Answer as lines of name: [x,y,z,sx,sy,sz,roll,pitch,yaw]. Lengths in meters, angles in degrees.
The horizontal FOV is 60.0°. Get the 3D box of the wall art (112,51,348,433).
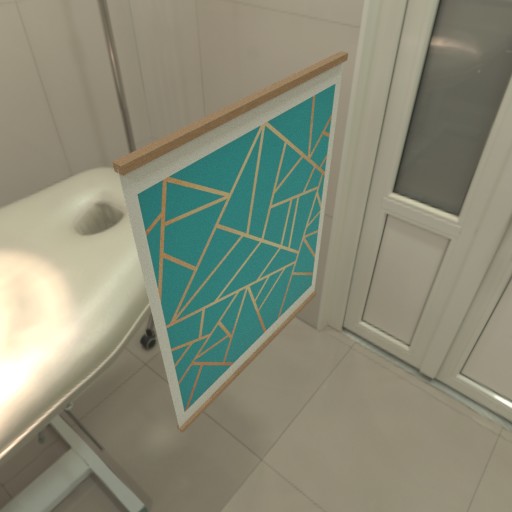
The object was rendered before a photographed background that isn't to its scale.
wall art: [0.000,0.000,0.692,0.012,0.508,0.405,29,49,28]
